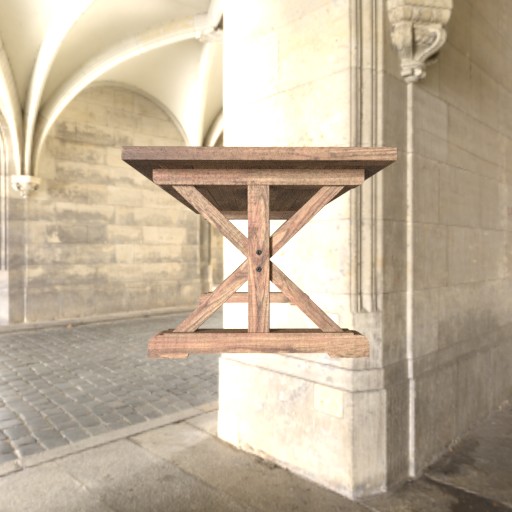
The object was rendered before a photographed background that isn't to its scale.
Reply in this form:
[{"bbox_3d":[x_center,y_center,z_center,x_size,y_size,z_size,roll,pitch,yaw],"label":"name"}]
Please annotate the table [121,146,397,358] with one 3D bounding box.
[{"bbox_3d":[0.000,0.000,2.473,0.907,0.733,2.031,0,0,-1],"label":"table"}]
